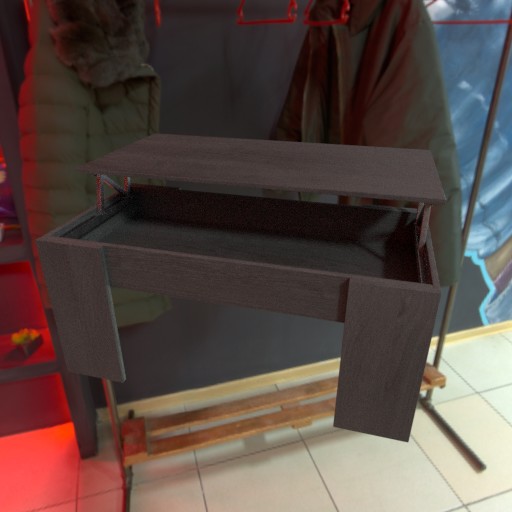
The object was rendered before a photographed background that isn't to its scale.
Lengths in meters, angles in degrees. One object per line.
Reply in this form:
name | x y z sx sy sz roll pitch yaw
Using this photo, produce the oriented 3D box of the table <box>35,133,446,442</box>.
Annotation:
table | 0.000 0.000 1.404 1.000 0.570 0.711 7 28 14
